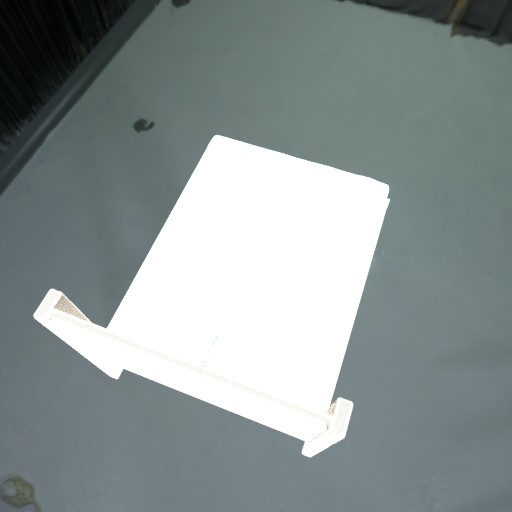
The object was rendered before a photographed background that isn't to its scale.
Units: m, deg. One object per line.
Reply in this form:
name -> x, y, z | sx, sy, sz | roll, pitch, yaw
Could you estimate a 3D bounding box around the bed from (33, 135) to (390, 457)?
bed -> 0.000, 0.000, 3.433 | 1.778, 1.471, 2.293 | 18, 64, 9
